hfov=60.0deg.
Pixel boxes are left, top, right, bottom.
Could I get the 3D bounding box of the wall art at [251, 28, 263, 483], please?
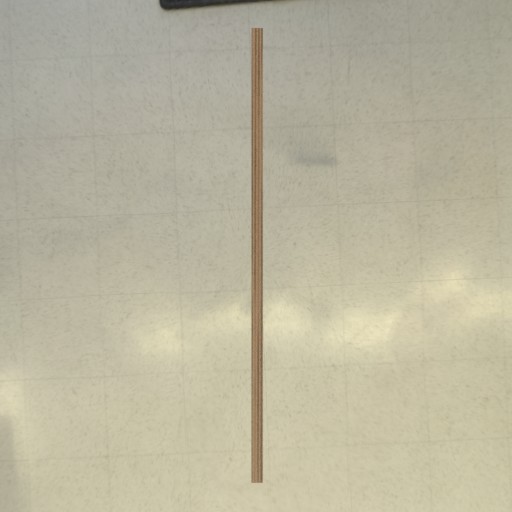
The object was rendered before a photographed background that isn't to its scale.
[{"bbox_3d":[0.000,0.000,0.698,0.013,0.406,0.508,0,90,0],"label":"wall art"}]
